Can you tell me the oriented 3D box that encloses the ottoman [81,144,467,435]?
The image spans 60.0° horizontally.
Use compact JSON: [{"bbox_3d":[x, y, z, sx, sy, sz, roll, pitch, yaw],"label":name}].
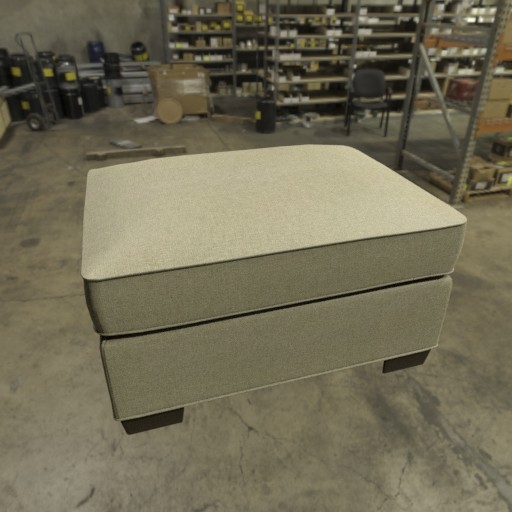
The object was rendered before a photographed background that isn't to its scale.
[{"bbox_3d":[0.000,0.000,1.236,0.843,0.504,0.619,-9,32,-14],"label":"ottoman"}]
